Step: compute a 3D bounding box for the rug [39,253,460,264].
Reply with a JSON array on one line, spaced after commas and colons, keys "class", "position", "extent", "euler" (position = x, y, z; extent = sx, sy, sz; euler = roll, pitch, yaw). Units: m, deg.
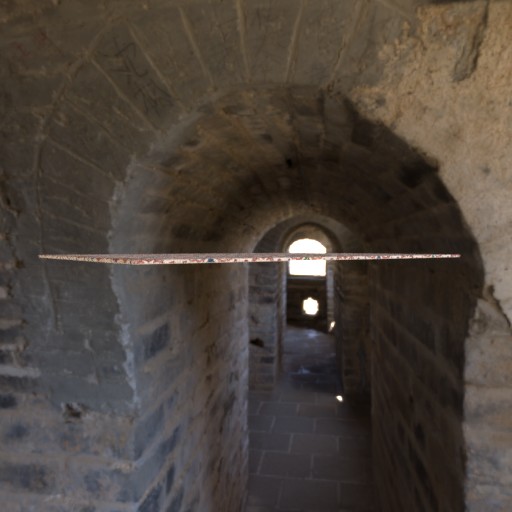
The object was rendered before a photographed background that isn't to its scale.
[{"class": "rug", "position": [0.000, 0.000, 2.897], "extent": [2.297, 0.018, 1.541], "euler": [-1, 1, -38]}]
